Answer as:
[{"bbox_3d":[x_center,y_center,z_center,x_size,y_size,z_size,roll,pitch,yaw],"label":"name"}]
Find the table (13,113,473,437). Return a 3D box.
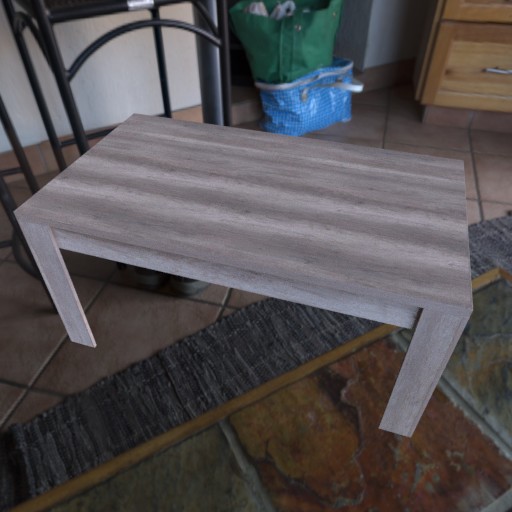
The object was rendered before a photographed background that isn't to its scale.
[{"bbox_3d":[0.000,0.000,2.038,1.600,0.775,0.900,12,43,13],"label":"table"}]
